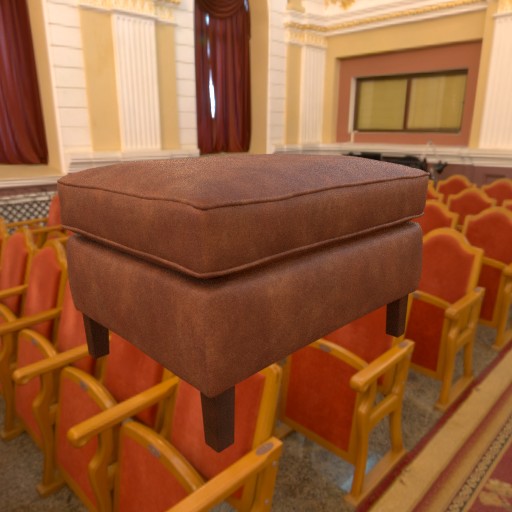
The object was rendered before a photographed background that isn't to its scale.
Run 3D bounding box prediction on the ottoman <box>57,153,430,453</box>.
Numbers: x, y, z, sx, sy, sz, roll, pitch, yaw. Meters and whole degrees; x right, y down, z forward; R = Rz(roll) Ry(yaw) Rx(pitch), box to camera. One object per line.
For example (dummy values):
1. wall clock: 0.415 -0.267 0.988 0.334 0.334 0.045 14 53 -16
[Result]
1. ottoman: 0.000 0.000 0.965 0.665 0.418 0.501 -15 22 -43
